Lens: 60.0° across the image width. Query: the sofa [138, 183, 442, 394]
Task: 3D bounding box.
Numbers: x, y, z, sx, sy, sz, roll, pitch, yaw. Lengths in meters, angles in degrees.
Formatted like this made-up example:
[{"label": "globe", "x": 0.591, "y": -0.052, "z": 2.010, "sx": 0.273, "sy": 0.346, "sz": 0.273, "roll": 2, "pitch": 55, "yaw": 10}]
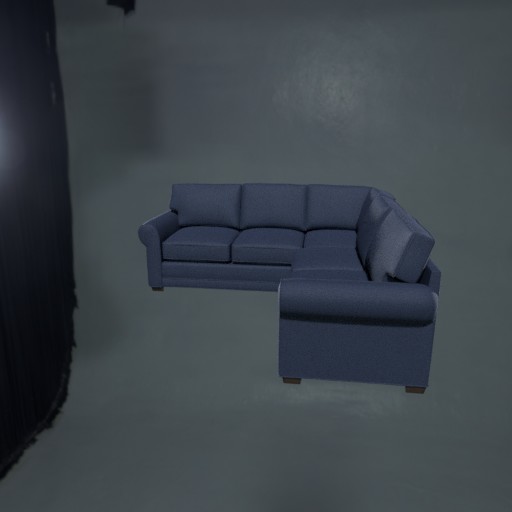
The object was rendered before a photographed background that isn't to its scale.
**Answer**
[{"label": "sofa", "x": 0.000, "y": 0.000, "z": 3.898, "sx": 2.487, "sy": 1.042, "sz": 2.562, "roll": 2, "pitch": 16, "yaw": 8}]
